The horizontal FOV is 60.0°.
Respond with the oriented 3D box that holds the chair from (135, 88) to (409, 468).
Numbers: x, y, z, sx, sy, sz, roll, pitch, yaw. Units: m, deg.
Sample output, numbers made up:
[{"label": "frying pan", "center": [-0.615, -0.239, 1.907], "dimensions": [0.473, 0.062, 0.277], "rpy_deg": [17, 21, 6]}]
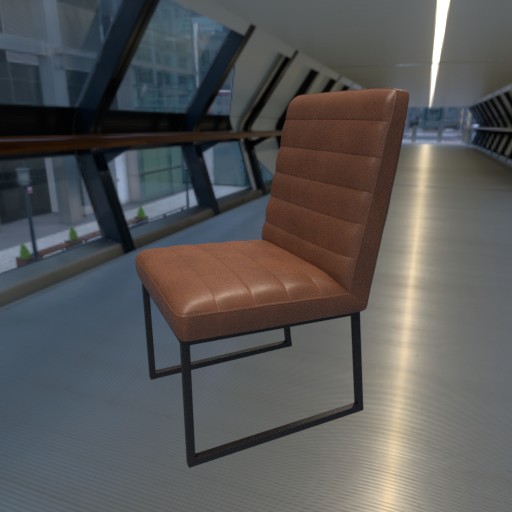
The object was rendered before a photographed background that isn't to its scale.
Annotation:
[{"label": "chair", "center": [0.000, 0.000, 1.318], "dimensions": [0.634, 0.930, 0.520], "rpy_deg": [-8, 19, -24]}]
